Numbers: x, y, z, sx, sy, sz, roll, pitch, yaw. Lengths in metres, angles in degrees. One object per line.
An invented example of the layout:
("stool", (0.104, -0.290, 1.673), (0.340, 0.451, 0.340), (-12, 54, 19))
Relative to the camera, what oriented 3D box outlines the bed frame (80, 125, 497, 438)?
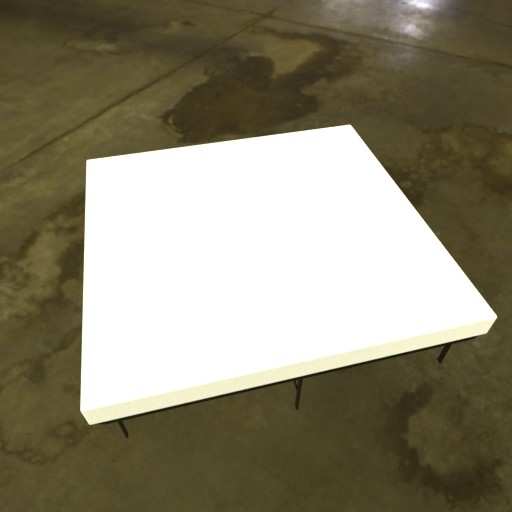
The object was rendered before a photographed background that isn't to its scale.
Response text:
("bed frame", (0.000, 0.000, 2.911), (2.032, 0.559, 1.930), (-10, 47, -10))
